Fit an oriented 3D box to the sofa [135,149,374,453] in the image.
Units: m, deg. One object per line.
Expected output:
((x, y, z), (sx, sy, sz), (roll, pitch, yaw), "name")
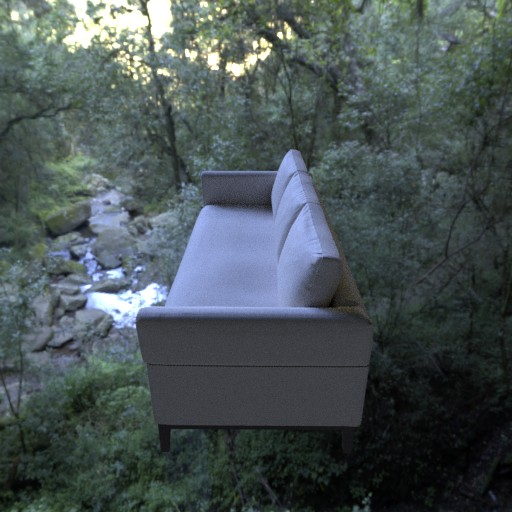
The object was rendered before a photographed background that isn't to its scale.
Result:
((0.000, 0.000, 2.714), (0.902, 0.911, 2.198), (0, 25, 0), "sofa")
